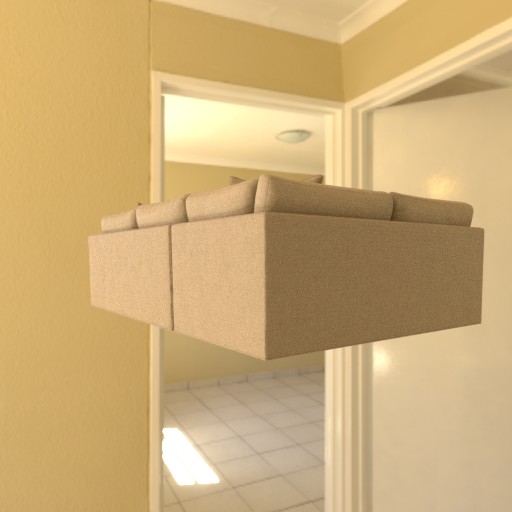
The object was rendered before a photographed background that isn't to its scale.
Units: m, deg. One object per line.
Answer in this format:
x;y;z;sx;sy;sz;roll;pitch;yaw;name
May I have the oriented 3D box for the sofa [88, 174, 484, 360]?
0.000;0.000;3.767;1.994;0.978;2.896;0;0;-36;sofa
